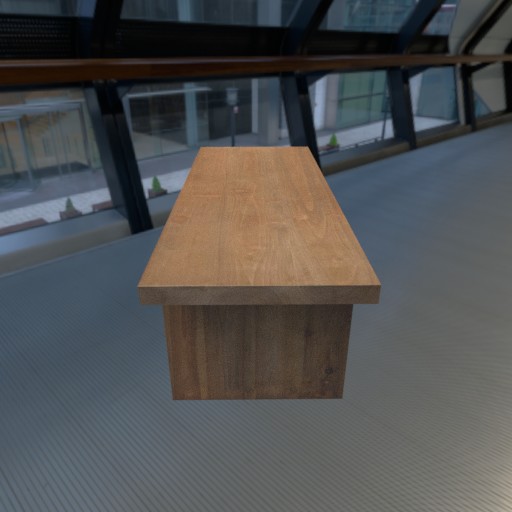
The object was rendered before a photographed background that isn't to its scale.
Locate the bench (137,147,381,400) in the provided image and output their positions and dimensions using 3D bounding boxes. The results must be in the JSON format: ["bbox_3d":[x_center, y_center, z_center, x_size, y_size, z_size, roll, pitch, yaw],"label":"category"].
[{"bbox_3d":[0.000,0.000,1.463,0.458,0.458,1.183,0,26,-1],"label":"bench"}]
